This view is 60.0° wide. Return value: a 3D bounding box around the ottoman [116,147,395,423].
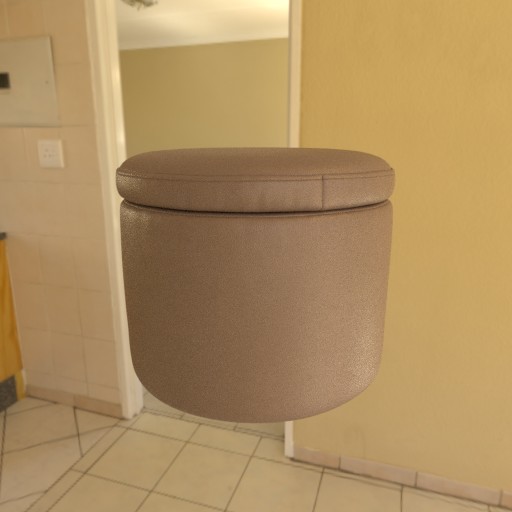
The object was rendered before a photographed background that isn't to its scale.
[{"bbox_3d":[0.000,0.000,0.862,0.500,0.409,0.500,0,14,0],"label":"ottoman"}]
